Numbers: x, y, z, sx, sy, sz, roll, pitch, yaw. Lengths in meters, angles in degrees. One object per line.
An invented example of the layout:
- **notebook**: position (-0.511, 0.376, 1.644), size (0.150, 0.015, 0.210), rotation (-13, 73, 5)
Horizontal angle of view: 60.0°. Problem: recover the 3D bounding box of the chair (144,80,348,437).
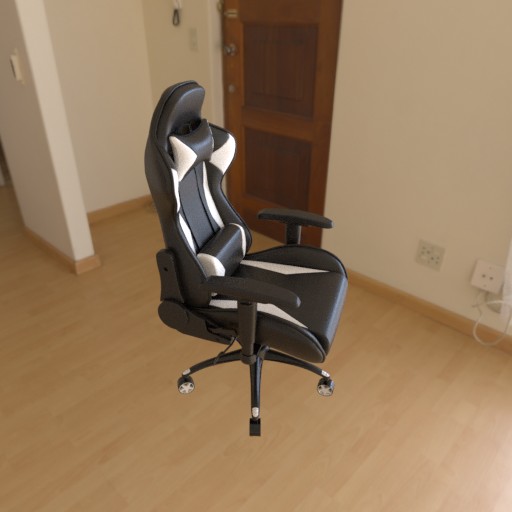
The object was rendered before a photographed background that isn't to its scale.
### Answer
- **chair**: position (0.000, 0.000, 1.768), size (0.695, 1.285, 0.730), rotation (9, 31, 16)
